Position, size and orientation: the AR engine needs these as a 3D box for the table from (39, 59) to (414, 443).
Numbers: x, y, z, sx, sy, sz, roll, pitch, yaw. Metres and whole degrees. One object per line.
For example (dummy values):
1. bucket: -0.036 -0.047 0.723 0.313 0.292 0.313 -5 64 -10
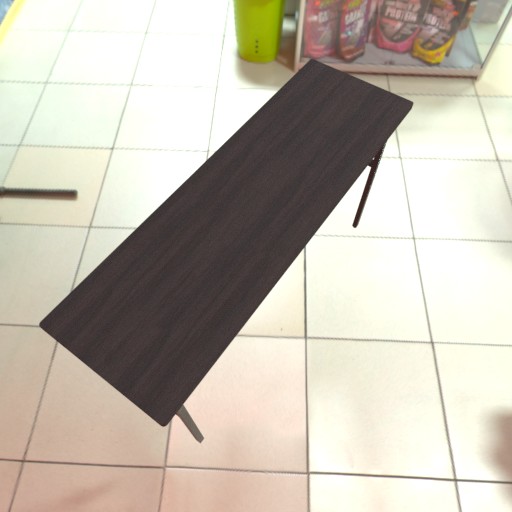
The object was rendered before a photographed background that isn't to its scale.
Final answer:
1. table: 0.000 0.000 1.740 0.449 0.750 1.399 31 64 17
